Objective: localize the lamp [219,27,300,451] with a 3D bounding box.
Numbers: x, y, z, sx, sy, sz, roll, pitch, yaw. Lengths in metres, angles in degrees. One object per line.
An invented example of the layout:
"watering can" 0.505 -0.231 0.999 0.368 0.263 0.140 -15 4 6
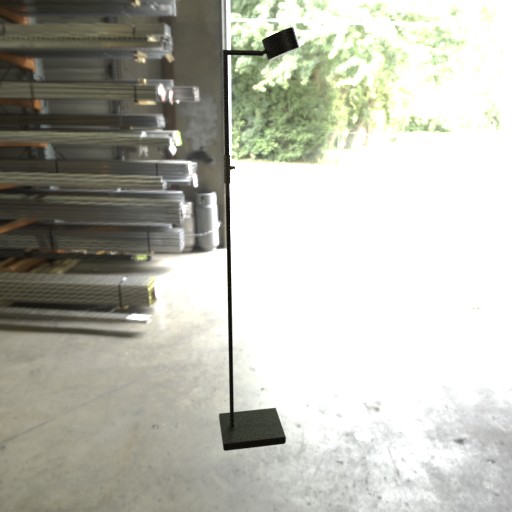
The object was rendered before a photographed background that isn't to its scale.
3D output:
"lamp" 0.000 0.000 1.708 0.304 1.600 0.203 -3 17 -9
